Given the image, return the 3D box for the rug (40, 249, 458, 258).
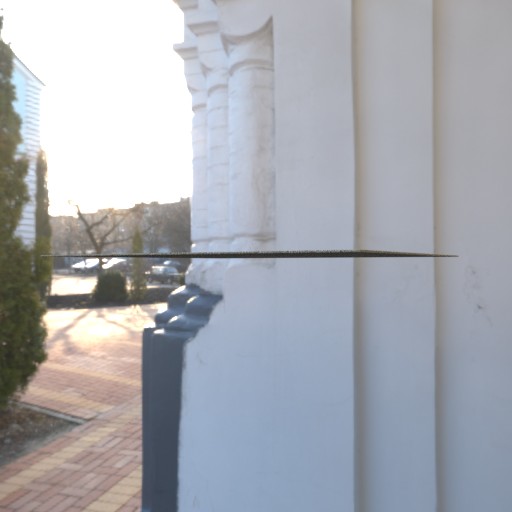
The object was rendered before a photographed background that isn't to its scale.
[{"bbox_3d":[0.000,0.000,4.130,3.034,0.012,2.471,-1,-1,35],"label":"rug"}]
